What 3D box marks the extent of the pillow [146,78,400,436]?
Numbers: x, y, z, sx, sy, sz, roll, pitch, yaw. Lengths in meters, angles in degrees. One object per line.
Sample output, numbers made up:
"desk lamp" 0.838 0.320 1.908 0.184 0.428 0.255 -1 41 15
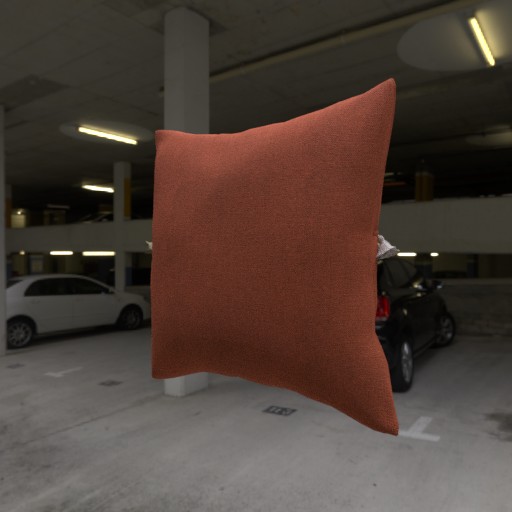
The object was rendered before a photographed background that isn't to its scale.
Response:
"pillow" 0.000 0.000 0.744 0.490 0.482 0.165 0 1 35
